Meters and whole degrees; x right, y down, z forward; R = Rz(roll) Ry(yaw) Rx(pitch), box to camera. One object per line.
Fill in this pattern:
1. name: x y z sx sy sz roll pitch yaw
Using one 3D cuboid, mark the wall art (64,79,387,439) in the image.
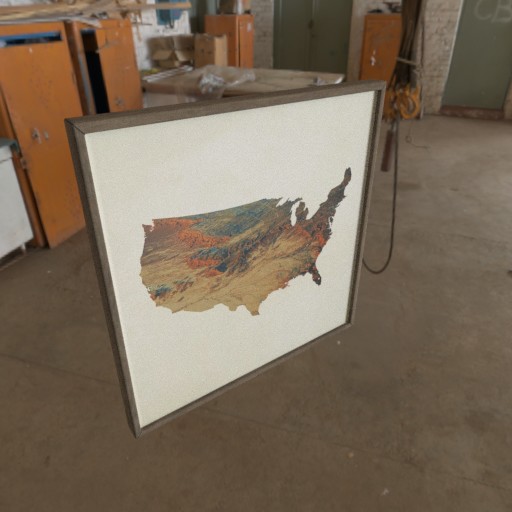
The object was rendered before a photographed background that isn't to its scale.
1. wall art: 0.000 0.000 1.091 0.749 0.751 0.050 -20 35 -30
